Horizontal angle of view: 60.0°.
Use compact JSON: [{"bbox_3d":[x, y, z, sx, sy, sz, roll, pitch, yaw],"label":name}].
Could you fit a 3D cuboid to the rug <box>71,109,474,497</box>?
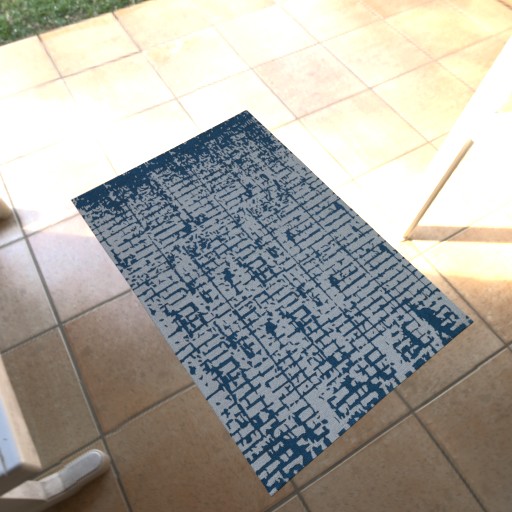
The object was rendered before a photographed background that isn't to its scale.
[{"bbox_3d":[0.000,0.000,2.294,1.220,0.007,1.828,-33,65,-18],"label":"rug"}]
